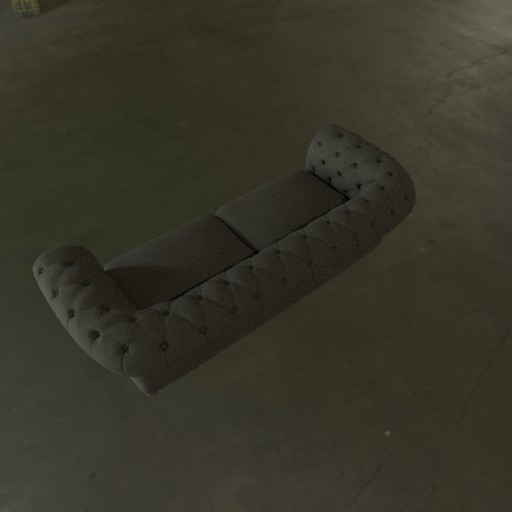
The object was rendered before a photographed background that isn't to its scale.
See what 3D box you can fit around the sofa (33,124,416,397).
[{"bbox_3d":[0.000,0.000,2.828,2.362,0.762,0.991,-30,53,-26],"label":"sofa"}]
